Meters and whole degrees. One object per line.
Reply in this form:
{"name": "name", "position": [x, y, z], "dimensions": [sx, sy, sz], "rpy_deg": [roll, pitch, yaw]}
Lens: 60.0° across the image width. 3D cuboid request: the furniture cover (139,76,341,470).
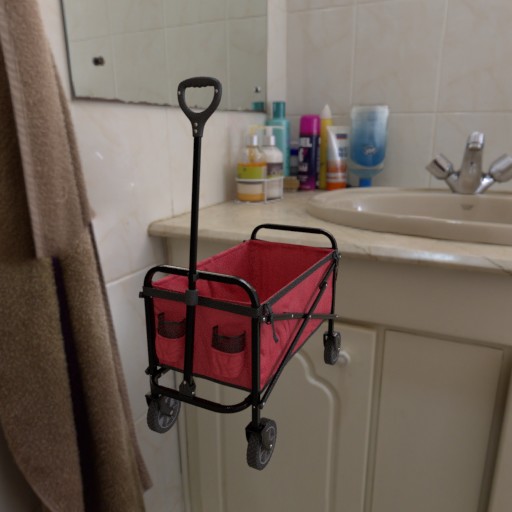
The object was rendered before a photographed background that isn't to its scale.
{"name": "furniture cover", "position": [0.000, 0.000, 1.815], "dimensions": [0.532, 1.295, 1.038], "rpy_deg": [8, 17, 26]}
